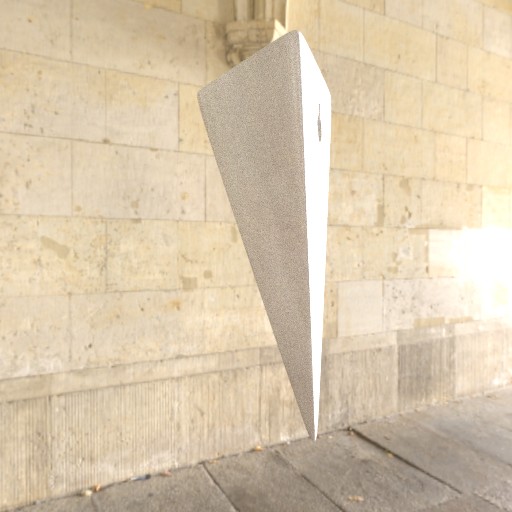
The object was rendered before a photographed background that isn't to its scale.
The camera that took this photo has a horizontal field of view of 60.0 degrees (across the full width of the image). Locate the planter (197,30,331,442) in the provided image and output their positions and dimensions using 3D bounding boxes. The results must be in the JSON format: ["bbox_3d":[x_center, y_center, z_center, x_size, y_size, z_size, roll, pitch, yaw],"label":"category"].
[{"bbox_3d":[0.000,0.000,0.278,0.081,0.224,0.101,0,1,18],"label":"planter"}]
